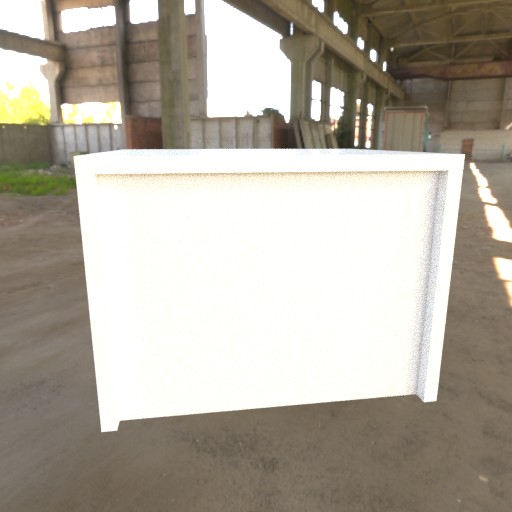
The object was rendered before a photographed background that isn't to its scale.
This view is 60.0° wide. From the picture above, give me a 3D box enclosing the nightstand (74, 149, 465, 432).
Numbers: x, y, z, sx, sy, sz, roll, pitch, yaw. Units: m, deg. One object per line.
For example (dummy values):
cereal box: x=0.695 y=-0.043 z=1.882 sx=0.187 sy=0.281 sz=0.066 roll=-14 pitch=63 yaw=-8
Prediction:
nightstand: x=0.000 y=0.000 z=0.762 sx=0.470 sy=0.351 sz=0.408 roll=-2 pitch=15 yaw=-8
